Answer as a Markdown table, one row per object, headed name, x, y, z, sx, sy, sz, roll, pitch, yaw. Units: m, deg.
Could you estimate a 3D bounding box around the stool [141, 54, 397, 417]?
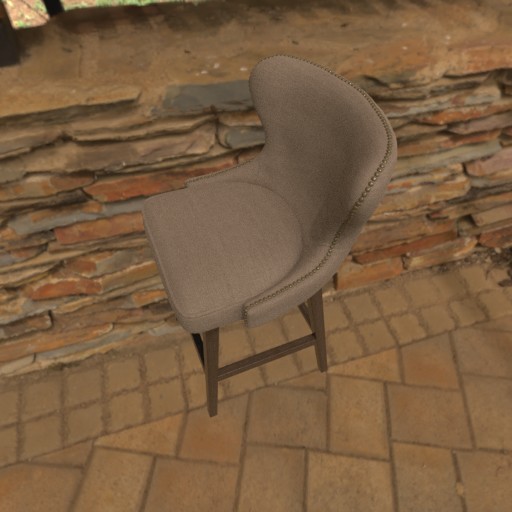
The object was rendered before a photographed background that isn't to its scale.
| name | x | y | z | sx | sy | sz | roll | pitch | yaw |
| --- | --- | --- | --- | --- | --- | --- | --- | --- | --- |
| stool | 0.000 | 0.000 | 1.366 | 0.597 | 0.972 | 0.615 | -17 | 50 | -15 |
